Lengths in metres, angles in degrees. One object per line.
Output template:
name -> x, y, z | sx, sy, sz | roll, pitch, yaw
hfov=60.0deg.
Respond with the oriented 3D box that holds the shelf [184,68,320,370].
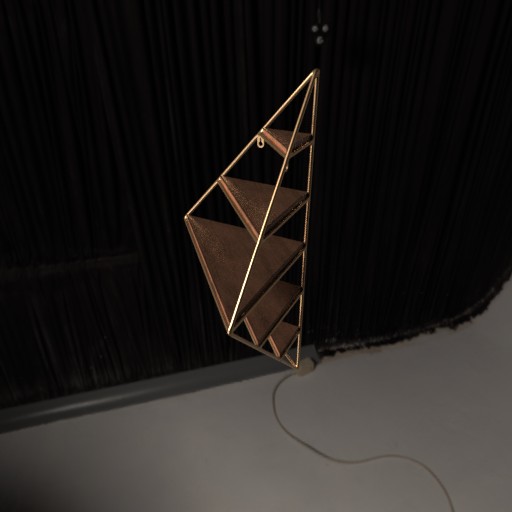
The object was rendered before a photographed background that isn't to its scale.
shelf -> 0.000, 0.000, 1.176 | 0.294, 0.913, 0.564 | -9, 32, -15
